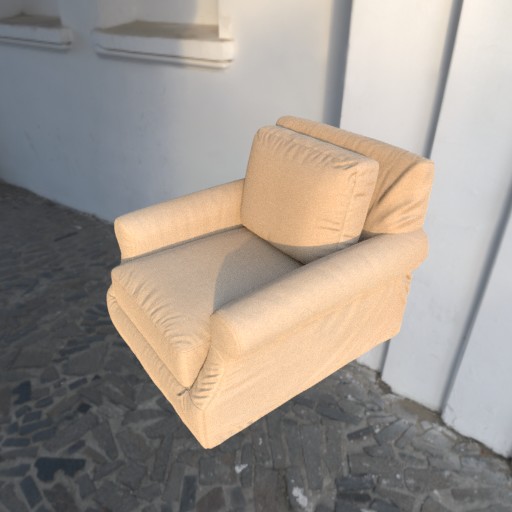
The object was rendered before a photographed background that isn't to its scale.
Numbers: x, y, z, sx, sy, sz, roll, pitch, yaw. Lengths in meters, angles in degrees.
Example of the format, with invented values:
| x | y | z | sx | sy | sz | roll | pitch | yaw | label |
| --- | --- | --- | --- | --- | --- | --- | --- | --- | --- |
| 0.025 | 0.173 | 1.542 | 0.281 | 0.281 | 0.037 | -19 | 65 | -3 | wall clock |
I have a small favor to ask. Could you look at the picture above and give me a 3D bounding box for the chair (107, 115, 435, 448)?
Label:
| x | y | z | sx | sy | sz | roll | pitch | yaw | label |
| --- | --- | --- | --- | --- | --- | --- | --- | --- | --- |
| 0.000 | 0.000 | 1.805 | 1.066 | 0.866 | 0.940 | -21 | 37 | -31 | chair |
